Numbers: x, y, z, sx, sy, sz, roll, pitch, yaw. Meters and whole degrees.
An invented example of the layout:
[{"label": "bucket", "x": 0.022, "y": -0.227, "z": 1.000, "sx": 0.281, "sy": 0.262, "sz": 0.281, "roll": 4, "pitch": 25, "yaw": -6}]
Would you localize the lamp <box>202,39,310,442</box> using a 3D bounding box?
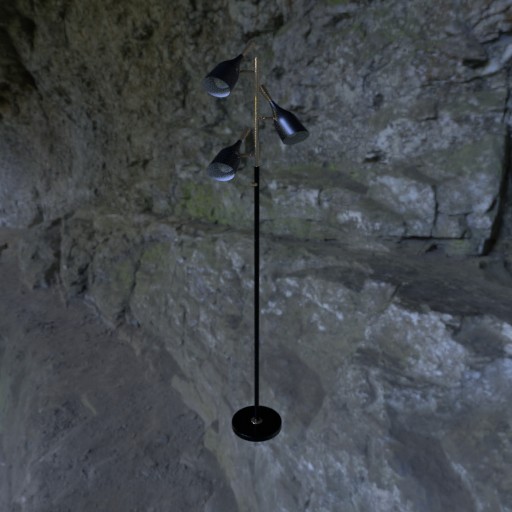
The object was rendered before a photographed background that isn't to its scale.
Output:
[{"label": "lamp", "x": 0.000, "y": 0.000, "z": 1.977, "sx": 0.434, "sy": 1.778, "sz": 0.253, "roll": -2, "pitch": 17, "yaw": -8}]
